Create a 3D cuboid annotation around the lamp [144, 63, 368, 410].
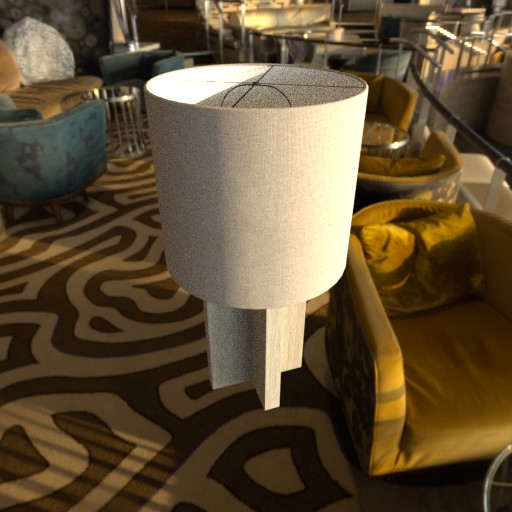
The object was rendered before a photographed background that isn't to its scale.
[{"bbox_3d":[0.000,0.000,0.573,0.229,0.428,0.229,-10,34,-16],"label":"lamp"}]
